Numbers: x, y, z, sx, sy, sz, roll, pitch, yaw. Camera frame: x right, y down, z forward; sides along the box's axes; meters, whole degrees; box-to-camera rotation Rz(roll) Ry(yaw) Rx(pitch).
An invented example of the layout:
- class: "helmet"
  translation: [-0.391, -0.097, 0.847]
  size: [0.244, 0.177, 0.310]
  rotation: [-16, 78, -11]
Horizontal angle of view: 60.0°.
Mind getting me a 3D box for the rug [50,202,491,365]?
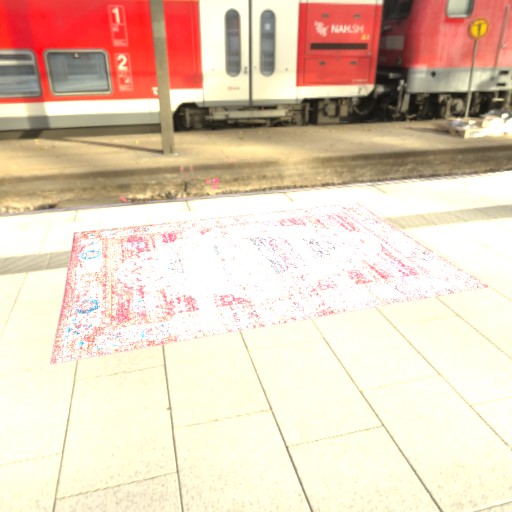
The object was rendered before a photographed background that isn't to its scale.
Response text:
- class: "rug"
  translation: [0.000, 0.000, 2.266]
  size: [1.829, 0.006, 1.219]
  rotation: [-7, 27, -15]
